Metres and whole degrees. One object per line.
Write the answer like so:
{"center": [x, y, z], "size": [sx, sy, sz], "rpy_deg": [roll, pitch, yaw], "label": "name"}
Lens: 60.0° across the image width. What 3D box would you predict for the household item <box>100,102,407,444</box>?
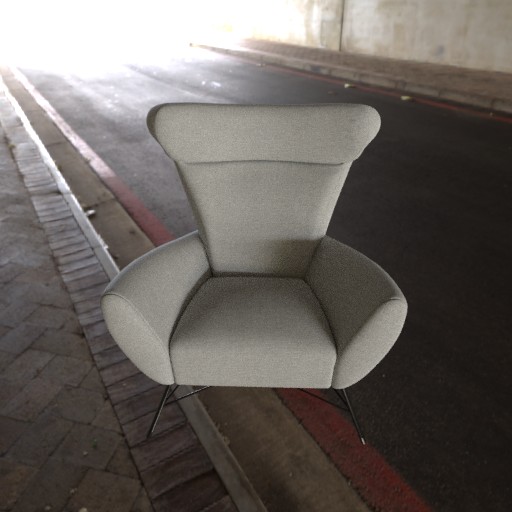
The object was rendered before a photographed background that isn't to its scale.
{"center": [0.000, 0.000, 1.749], "size": [0.980, 1.050, 0.900], "rpy_deg": [1, 30, 2], "label": "household item"}
